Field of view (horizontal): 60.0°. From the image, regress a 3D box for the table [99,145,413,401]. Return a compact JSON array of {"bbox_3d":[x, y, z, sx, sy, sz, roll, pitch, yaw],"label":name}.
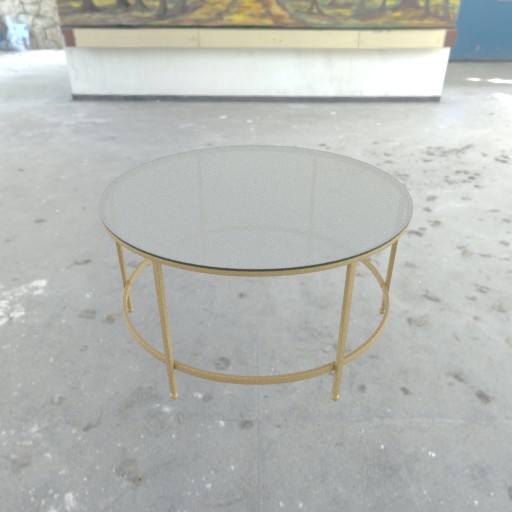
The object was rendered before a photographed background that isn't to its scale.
[{"bbox_3d":[0.000,0.000,1.457,0.914,0.470,0.914,0,30,0],"label":"table"}]
